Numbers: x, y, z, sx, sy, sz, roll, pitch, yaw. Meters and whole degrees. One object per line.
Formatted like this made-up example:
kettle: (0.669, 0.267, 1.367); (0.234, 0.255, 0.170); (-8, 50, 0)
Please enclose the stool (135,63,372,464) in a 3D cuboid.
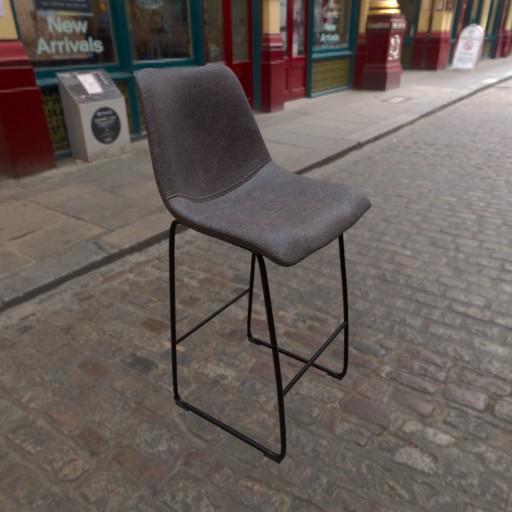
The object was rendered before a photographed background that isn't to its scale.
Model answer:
stool: (0.000, 0.000, 1.390); (0.561, 1.082, 0.514); (17, 31, 30)
